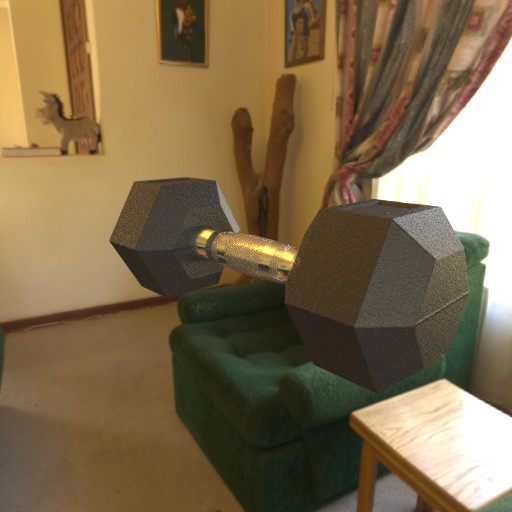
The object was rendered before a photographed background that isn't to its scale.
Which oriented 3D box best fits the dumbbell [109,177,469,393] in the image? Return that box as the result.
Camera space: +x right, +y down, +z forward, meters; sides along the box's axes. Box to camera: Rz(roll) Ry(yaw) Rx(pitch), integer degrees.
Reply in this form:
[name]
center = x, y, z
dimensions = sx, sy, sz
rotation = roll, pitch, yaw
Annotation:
[dumbbell]
center = 0.000, 0.000, 0.347
dimensions = 0.116, 0.101, 0.297
rotation = -15, 21, -42
